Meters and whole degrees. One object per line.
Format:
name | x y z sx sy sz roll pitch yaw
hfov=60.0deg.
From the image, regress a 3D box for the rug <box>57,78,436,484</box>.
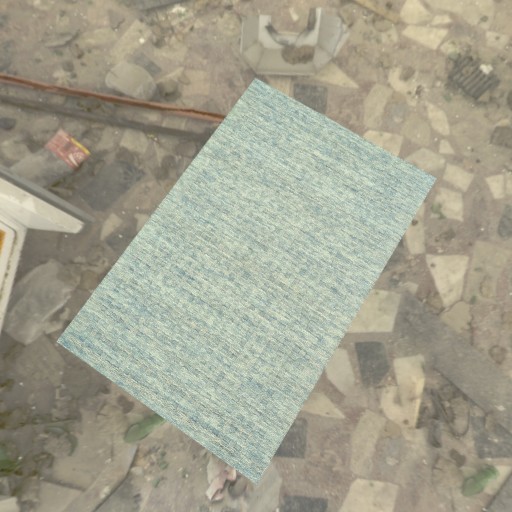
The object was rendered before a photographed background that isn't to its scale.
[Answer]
rug | 0.000 0.000 2.237 1.142 0.006 1.752 32 77 8
